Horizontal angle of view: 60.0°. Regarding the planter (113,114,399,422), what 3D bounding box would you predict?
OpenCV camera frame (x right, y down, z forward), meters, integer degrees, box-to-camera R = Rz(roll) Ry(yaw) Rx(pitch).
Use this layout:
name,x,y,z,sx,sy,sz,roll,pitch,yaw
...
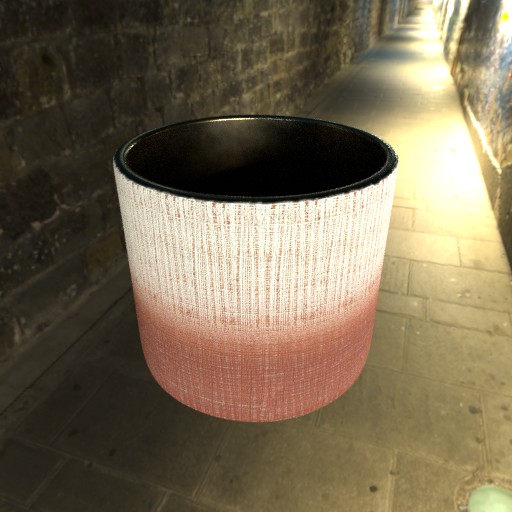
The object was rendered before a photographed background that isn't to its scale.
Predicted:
name,x,y,z,sx,sy,sz,roll,pitch,yaw
planter,0.000,0.000,0.398,0.221,0.201,0.221,0,31,0
